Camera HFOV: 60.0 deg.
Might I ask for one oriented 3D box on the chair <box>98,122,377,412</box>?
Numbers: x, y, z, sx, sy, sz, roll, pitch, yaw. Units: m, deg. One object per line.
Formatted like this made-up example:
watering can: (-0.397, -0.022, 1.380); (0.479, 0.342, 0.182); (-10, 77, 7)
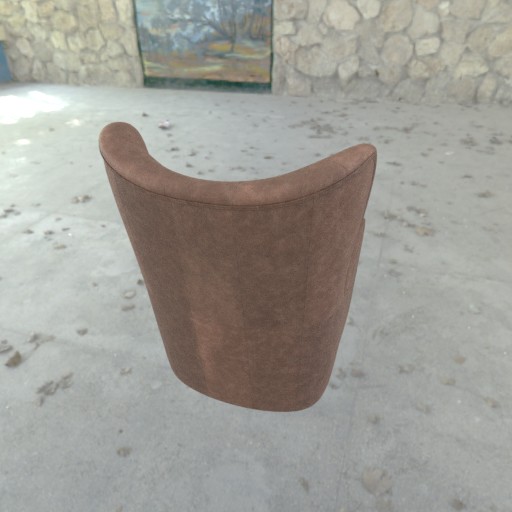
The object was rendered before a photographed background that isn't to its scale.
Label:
chair: (0.000, 0.000, 1.738); (0.831, 1.079, 0.930); (10, 32, 16)
